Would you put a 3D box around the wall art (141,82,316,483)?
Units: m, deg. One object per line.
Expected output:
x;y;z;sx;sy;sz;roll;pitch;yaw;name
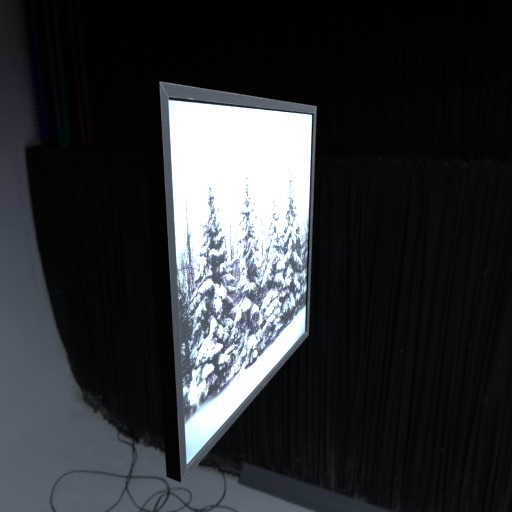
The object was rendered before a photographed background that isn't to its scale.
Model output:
0.000;0.000;1.133;0.037;0.761;0.761;7;17;25;wall art
